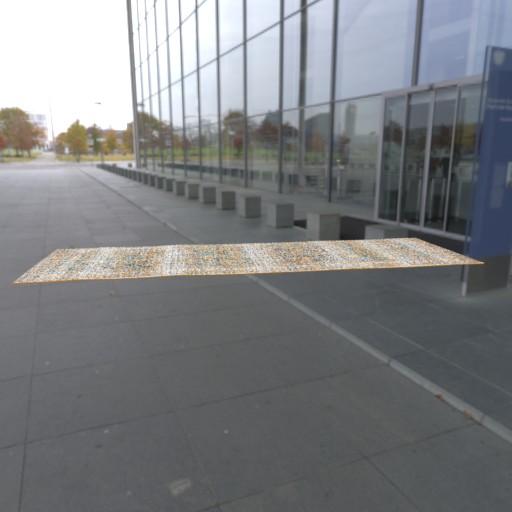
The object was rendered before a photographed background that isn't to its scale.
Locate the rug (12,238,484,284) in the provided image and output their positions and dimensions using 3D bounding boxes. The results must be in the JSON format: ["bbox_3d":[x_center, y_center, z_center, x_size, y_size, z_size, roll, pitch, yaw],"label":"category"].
[{"bbox_3d":[0.000,0.000,2.463,2.294,0.014,0.704,-2,13,-9],"label":"rug"}]
